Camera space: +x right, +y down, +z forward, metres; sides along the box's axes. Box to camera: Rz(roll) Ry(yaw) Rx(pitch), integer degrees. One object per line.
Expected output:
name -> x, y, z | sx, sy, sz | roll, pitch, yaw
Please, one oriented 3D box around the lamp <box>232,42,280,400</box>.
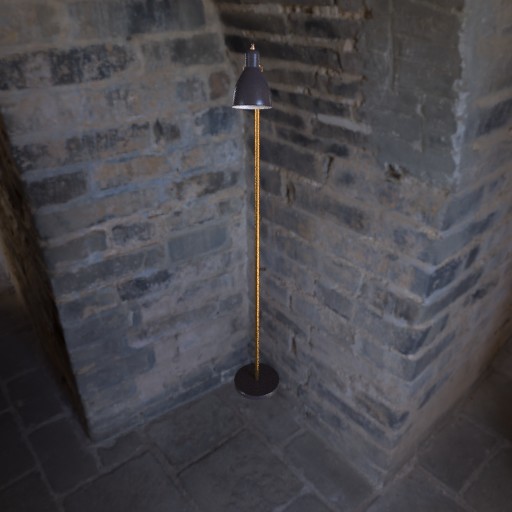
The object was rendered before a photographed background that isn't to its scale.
lamp -> 0.000, 0.000, 1.831 | 0.235, 1.628, 0.618 | 2, 30, 3
